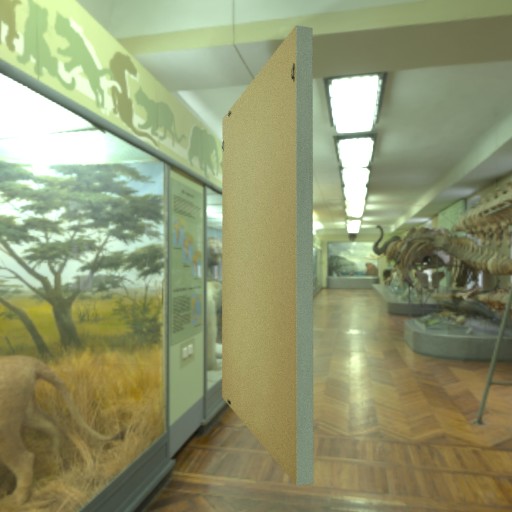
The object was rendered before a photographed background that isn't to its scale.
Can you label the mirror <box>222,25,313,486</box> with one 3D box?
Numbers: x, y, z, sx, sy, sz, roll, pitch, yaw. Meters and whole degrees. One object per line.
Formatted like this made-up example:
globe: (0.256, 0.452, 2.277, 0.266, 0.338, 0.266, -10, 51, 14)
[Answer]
mirror: (0.000, 0.000, 1.172, 0.041, 0.915, 0.609, 0, -1, -18)
